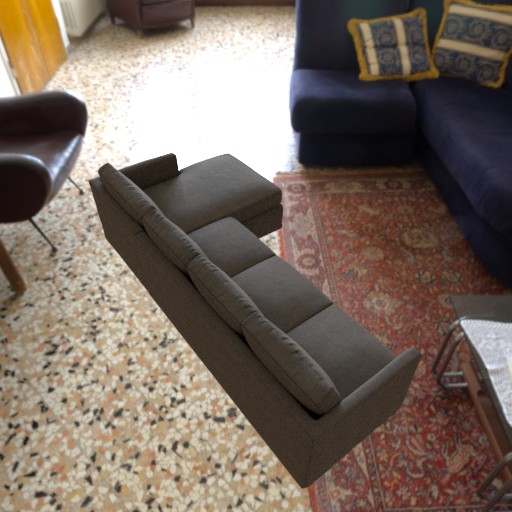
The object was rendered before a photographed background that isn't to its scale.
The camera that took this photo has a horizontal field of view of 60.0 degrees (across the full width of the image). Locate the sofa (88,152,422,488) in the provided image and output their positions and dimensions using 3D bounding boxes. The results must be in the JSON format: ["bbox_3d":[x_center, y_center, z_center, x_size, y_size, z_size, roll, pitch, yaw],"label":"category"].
[{"bbox_3d":[0.000,0.000,3.837,1.650,0.922,3.205,-27,49,-26],"label":"sofa"}]
